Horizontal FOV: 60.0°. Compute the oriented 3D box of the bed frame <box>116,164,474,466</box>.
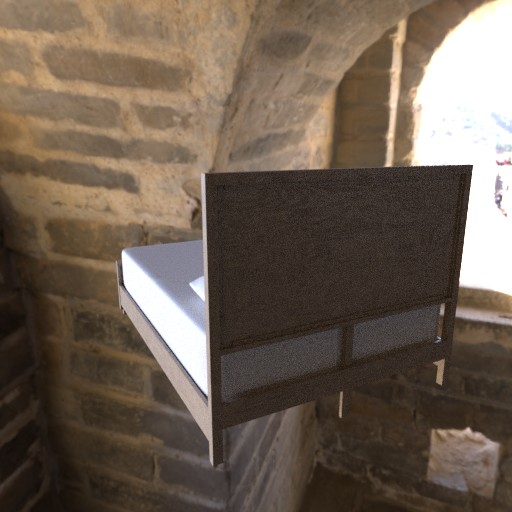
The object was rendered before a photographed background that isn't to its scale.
[{"bbox_3d":[0.000,0.000,3.231,1.606,1.369,2.189,-7,16,-27],"label":"bed frame"}]
